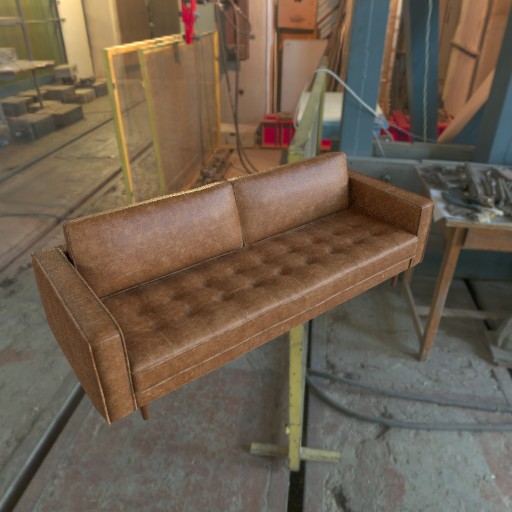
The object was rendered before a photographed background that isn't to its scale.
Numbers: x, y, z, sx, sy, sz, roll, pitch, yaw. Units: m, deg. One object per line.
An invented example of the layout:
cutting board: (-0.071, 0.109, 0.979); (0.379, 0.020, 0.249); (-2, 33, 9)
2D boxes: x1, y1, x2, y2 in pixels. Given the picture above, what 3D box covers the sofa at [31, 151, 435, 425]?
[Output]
sofa: (0.000, 0.000, 2.555); (2.199, 0.779, 0.886); (-21, 36, -32)
